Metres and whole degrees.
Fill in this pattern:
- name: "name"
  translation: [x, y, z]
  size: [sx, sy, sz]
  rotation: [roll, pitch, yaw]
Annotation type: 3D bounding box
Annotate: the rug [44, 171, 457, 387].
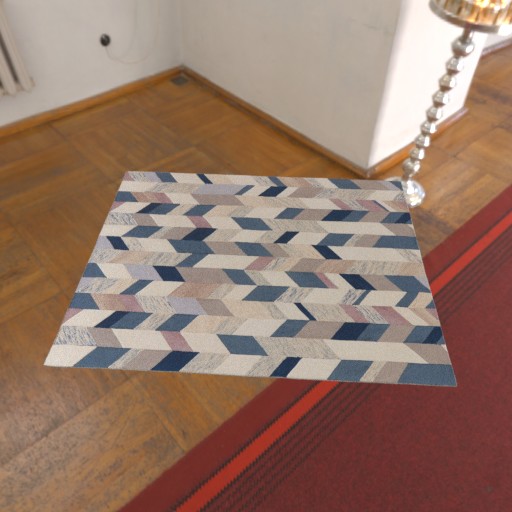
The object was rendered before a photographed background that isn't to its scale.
- name: "rug"
  translation: [0.000, 0.000, 4.108]
  size: [3.072, 0.011, 2.451]
  rotation: [2, 47, 2]
